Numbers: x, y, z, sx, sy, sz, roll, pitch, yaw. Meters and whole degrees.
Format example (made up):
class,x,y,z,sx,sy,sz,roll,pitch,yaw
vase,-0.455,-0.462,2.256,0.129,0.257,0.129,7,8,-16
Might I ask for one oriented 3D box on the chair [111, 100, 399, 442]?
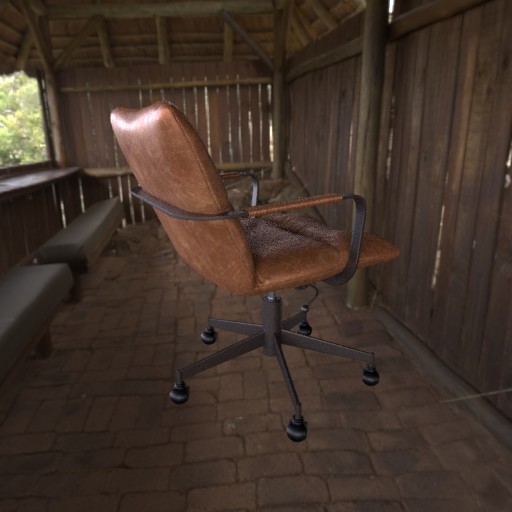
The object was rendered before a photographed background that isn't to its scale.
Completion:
class,x,y,z,sx,sy,sz,roll,pitch,yaw
chair,0.000,0.000,1.440,0.754,0.922,0.727,-9,19,-27
